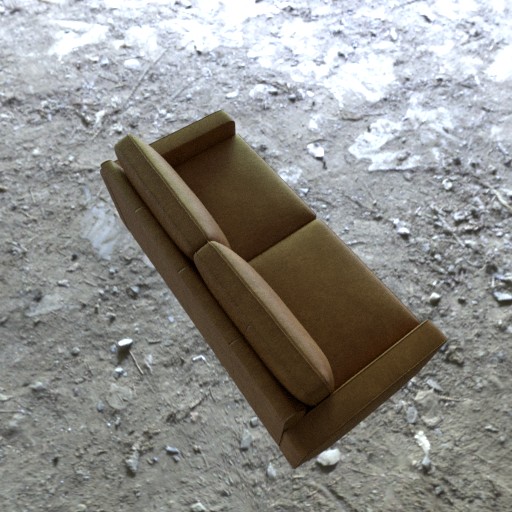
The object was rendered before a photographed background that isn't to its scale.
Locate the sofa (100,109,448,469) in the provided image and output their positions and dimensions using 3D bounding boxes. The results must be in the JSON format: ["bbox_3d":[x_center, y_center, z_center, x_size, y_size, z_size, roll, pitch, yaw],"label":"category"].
[{"bbox_3d":[0.000,0.000,2.682,0.991,0.928,2.156,-32,65,-17],"label":"sofa"}]
